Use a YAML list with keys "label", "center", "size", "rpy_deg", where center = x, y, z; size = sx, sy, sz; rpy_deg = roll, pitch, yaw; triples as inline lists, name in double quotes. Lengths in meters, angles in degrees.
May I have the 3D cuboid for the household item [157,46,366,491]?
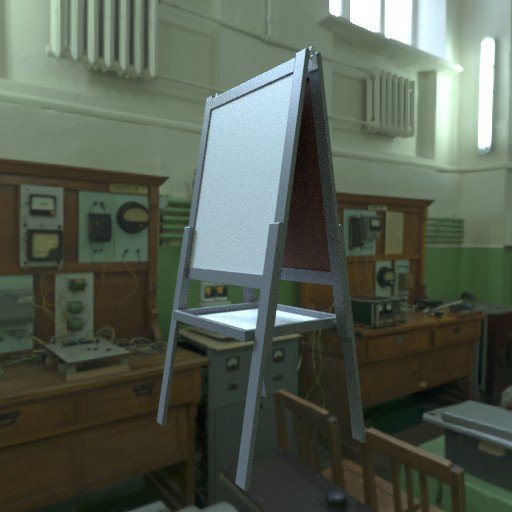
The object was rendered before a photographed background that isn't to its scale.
- label: "household item"
  center: [0.000, 0.000, 1.453]
  size: [0.469, 1.172, 0.531]
  rpy_deg: [-2, 3, -37]
